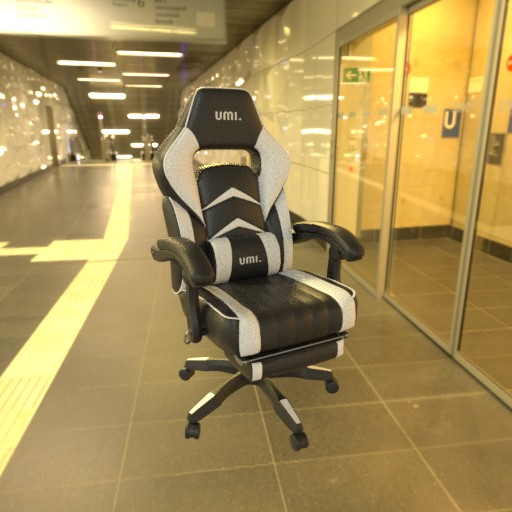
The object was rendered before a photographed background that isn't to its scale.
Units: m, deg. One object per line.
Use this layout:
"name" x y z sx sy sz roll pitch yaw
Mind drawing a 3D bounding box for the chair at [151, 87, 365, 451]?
"chair" 0.000 0.000 1.625 0.676 1.200 0.700 -8 18 -27
